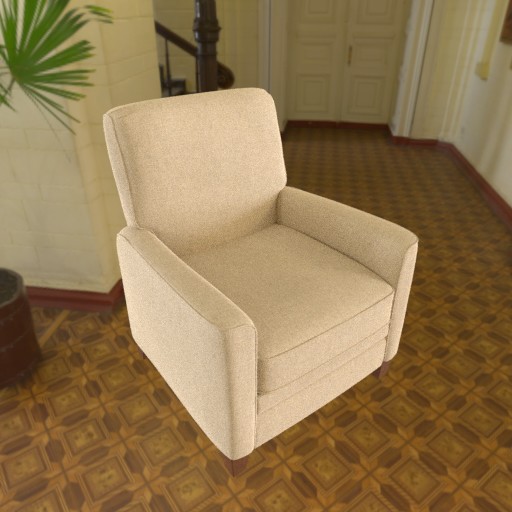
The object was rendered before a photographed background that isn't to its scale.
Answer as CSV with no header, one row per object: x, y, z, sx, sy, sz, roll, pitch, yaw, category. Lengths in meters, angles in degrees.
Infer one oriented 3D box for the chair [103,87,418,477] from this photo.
0.000,0.000,1.609,0.845,1.023,0.859,-21,36,-31,chair
